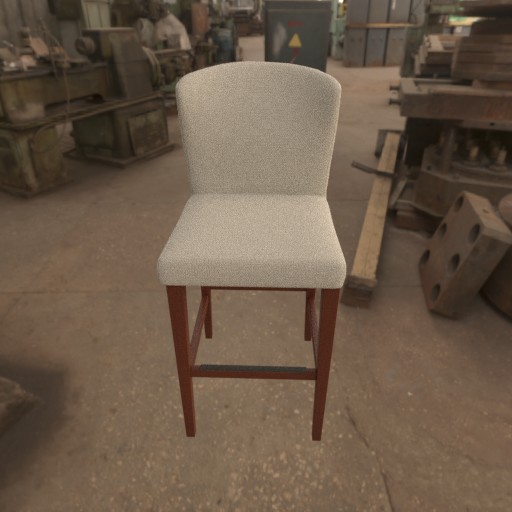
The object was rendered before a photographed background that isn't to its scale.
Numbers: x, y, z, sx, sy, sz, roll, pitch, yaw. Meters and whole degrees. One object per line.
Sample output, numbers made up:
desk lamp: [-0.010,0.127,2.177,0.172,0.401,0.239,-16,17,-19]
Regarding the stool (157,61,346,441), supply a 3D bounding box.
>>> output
stool: [0.000,0.000,1.390,0.481,1.069,0.568,1,30,2]
